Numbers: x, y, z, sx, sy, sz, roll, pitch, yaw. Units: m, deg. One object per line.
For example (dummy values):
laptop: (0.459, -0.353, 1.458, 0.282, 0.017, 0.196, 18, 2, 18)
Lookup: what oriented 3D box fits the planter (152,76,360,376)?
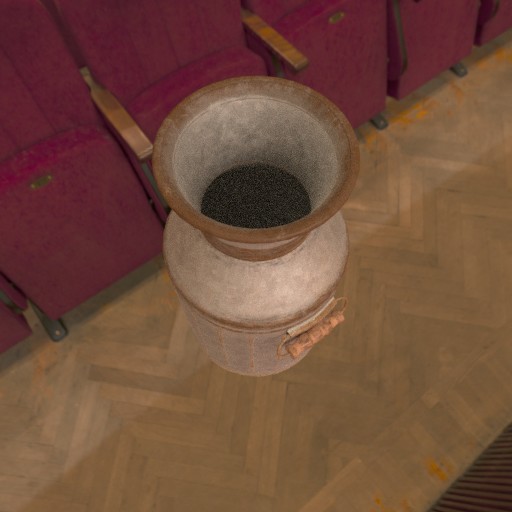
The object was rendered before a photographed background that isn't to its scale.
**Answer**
planter: (0.000, 0.000, 0.539, 0.214, 0.396, 0.245, -34, 69, -15)
